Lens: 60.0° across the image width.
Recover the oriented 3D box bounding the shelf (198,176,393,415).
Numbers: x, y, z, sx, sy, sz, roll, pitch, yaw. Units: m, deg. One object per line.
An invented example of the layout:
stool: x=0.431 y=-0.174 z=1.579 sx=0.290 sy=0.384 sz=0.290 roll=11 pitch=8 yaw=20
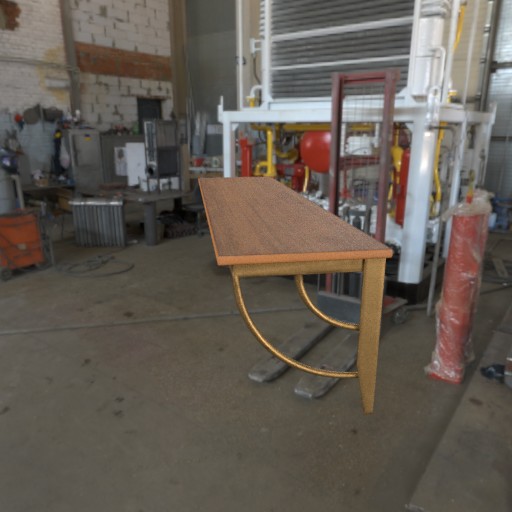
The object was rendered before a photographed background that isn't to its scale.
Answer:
shelf: x=0.000 y=0.000 z=0.735 sx=0.166 sy=0.190 sz=0.636 roll=-2 pitch=16 yaw=-8
